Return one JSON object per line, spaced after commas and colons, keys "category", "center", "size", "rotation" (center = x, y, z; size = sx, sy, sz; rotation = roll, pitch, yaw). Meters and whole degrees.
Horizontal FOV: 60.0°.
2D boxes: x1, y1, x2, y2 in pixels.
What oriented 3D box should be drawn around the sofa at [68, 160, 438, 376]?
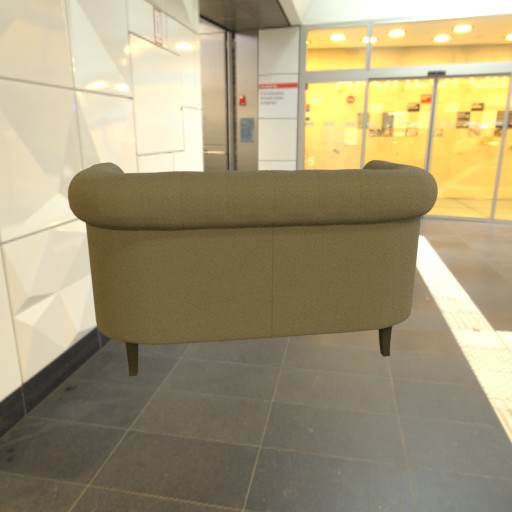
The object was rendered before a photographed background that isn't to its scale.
{"category": "sofa", "center": [0.000, 0.000, 2.033], "size": [1.558, 0.827, 0.835], "rotation": [-2, 16, -8]}
